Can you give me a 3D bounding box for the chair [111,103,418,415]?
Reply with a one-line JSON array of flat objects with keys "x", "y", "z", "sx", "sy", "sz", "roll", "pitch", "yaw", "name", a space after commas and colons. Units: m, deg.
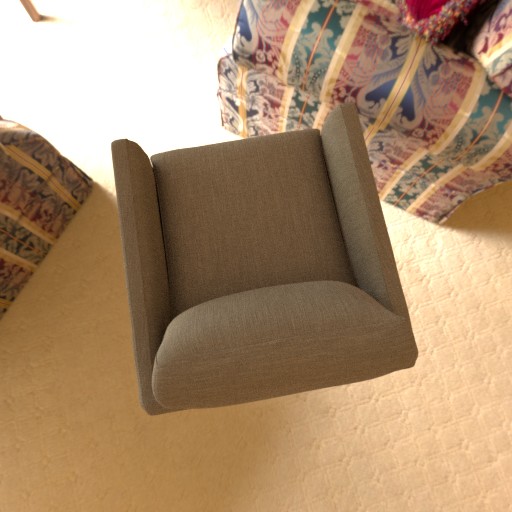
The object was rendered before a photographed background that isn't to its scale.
[{"x": 0.000, "y": 0.000, "z": 1.431, "sx": 0.763, "sy": 0.811, "sz": 0.834, "roll": -10, "pitch": 76, "yaw": -2, "name": "chair"}]
